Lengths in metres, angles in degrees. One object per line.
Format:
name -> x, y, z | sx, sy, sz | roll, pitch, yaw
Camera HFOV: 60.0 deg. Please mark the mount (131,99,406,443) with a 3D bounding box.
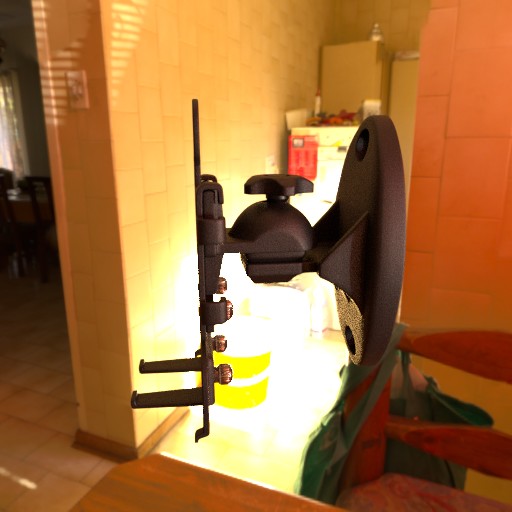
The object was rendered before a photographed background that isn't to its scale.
mount -> 0.000, 0.000, 0.177 | 0.100, 0.118, 0.066 | -2, 15, -8
